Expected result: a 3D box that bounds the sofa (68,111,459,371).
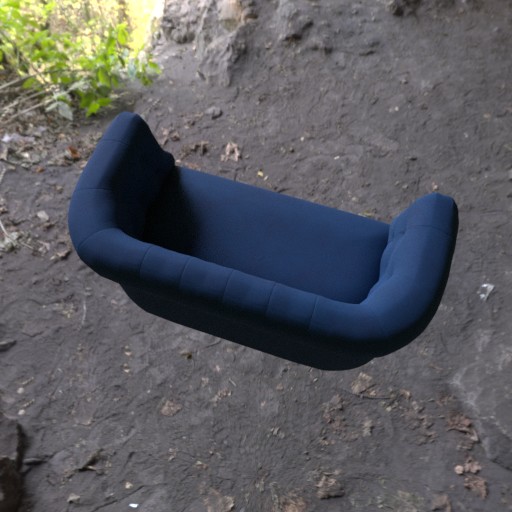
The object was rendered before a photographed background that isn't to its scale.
[{"bbox_3d":[0.000,0.000,2.081,1.558,0.827,0.835,17,65,8],"label":"sofa"}]
